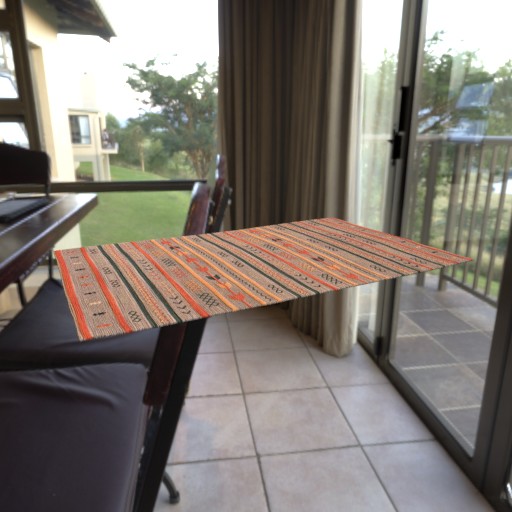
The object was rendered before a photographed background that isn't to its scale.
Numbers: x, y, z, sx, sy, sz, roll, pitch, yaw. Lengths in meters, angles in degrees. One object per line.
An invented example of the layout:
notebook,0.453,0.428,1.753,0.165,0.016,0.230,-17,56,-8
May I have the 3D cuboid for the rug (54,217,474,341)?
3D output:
rug,0.000,0.000,3.016,2.439,0.029,1.537,-9,19,-26
